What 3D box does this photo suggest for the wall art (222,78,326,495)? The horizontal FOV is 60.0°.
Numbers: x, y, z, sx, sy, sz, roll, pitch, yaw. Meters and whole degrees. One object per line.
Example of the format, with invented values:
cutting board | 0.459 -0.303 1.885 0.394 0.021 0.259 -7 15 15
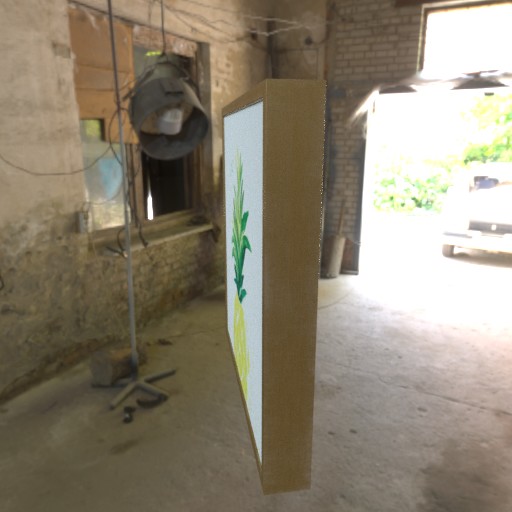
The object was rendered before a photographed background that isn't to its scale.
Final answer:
wall art | 0.000 0.000 0.455 0.038 0.305 0.306 -2 15 -9
